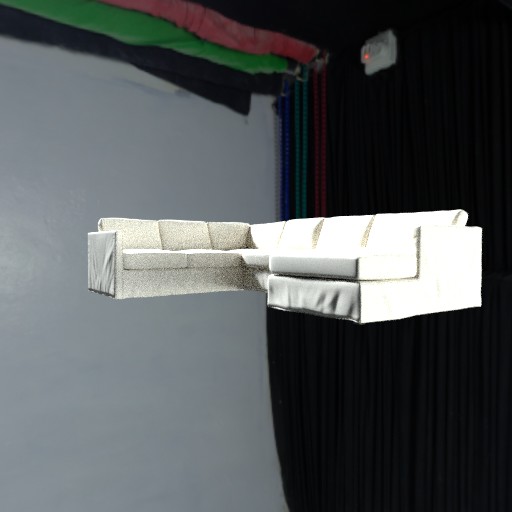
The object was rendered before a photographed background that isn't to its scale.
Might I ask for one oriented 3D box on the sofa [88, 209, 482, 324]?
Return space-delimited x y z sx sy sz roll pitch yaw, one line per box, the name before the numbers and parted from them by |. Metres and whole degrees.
sofa | 0.000 0.000 4.537 2.427 0.882 3.460 -1 1 -36
